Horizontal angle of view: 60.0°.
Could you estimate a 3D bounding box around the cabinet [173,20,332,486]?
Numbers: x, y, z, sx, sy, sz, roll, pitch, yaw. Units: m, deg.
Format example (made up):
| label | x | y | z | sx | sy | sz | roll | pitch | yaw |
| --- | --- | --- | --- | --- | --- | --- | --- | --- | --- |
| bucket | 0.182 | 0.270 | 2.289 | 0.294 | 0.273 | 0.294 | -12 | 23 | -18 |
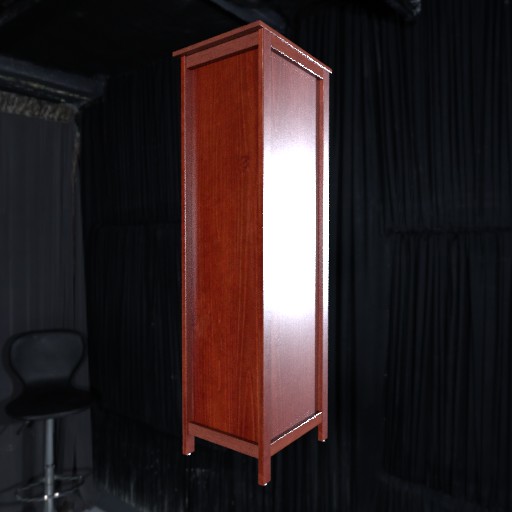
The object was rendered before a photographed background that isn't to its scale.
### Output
| label | x | y | z | sx | sy | sz | roll | pitch | yaw |
| --- | --- | --- | --- | --- | --- | --- | --- | --- | --- |
| cabinet | 0.000 | 0.000 | 1.748 | 0.401 | 1.518 | 0.500 | 1 | 2 | 37 |
